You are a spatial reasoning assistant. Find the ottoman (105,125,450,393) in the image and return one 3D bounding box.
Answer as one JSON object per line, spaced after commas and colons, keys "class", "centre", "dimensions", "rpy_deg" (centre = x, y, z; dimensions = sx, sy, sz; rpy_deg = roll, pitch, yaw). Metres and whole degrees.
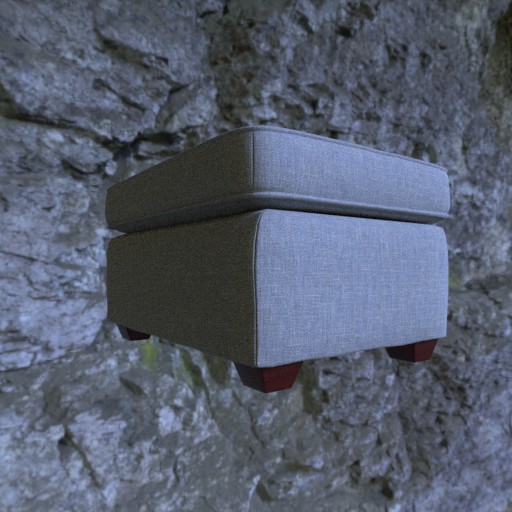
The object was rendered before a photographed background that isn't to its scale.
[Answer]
{"class": "ottoman", "centre": [0.000, 0.000, 1.111], "dimensions": [0.559, 0.457, 0.762], "rpy_deg": [1, -2, -36]}
